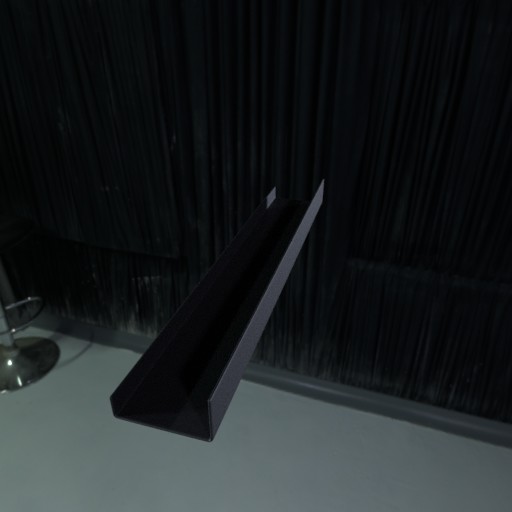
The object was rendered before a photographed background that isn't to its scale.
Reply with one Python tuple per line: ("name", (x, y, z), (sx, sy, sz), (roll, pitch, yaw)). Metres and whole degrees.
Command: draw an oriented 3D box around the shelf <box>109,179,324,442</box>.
("shelf", (0.000, 0.000, 0.649), (0.102, 0.053, 0.605), (8, 29, 15))
